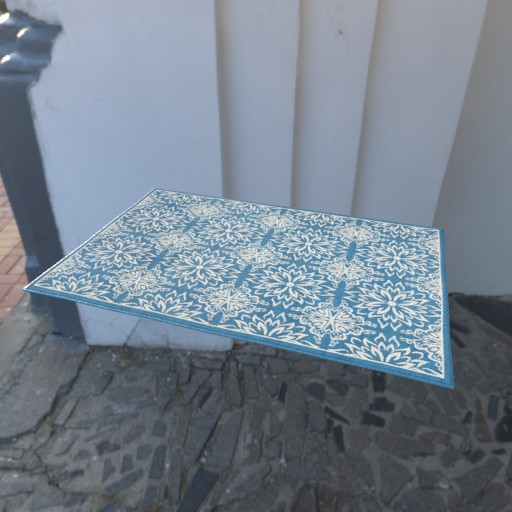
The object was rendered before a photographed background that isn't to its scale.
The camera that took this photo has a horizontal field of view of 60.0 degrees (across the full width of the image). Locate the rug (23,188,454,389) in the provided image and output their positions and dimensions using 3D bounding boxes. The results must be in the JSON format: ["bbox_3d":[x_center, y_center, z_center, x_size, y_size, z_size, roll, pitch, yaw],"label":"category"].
[{"bbox_3d":[0.000,0.000,3.405,2.769,0.018,1.830,10,33,15],"label":"rug"}]
